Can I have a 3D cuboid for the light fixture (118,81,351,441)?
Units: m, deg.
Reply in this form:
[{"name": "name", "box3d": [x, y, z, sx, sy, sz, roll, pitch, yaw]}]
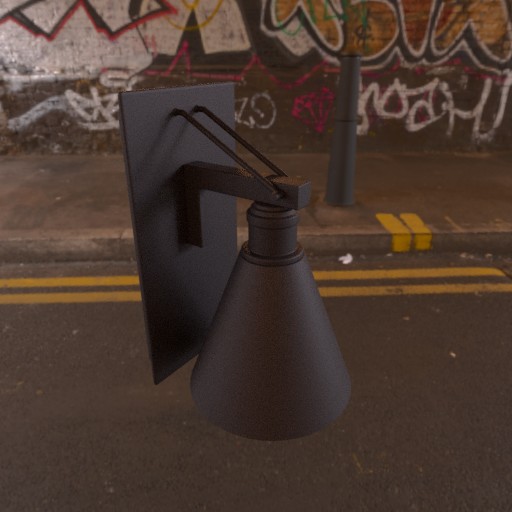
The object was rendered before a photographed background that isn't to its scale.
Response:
[{"name": "light fixture", "box3d": [0.000, 0.000, 0.425, 0.207, 0.298, 0.170, 17, 30, 32]}]
